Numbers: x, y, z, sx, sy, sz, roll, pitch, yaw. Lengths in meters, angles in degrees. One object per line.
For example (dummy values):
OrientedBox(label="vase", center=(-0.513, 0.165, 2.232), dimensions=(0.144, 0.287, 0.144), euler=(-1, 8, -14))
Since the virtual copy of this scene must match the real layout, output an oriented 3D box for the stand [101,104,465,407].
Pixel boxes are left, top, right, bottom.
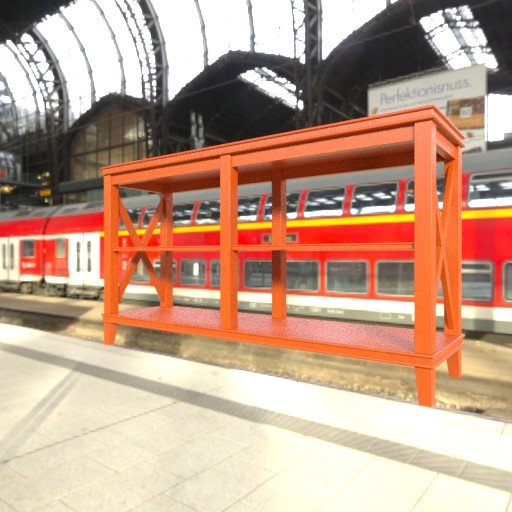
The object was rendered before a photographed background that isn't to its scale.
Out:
OrientedBox(label="stand", center=(0.000, 0.000, 1.660), dimensions=(1.372, 0.762, 0.381), euler=(0, 0, 36))
